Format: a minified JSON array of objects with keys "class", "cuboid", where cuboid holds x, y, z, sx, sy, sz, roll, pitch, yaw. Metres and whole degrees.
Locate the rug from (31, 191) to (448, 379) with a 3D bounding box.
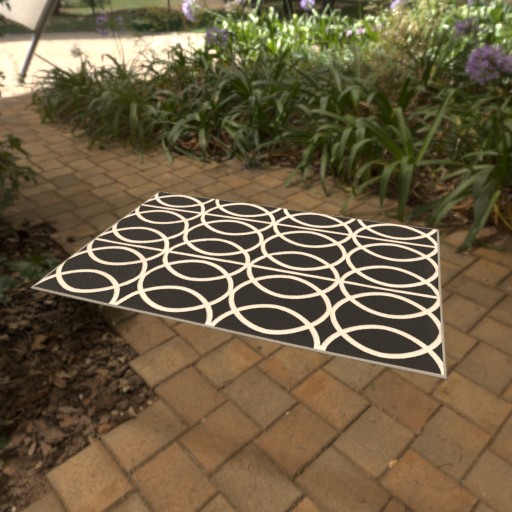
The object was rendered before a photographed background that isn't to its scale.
[{"class":"rug","cuboid":[0.000,0.000,2.899,2.294,0.014,1.528,10,32,15]}]
